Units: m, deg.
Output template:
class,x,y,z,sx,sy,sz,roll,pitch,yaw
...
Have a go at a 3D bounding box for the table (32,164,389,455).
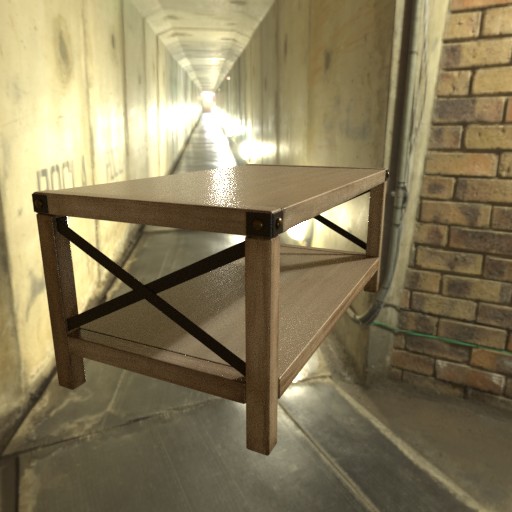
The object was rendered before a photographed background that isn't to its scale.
class,x,y,z,sx,sy,sz,roll,pitch,yaw
table,0.000,0.000,1.292,0.559,0.456,1.016,7,17,25
